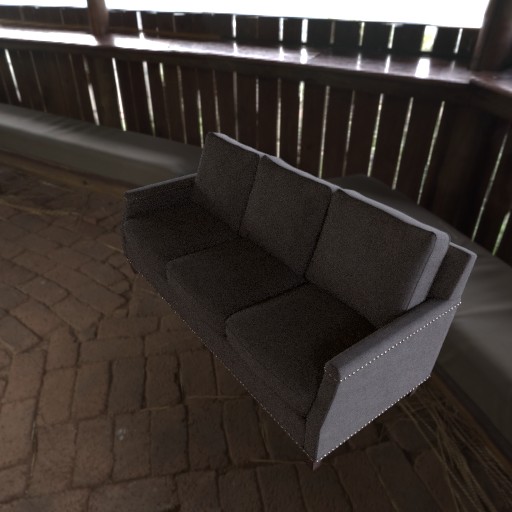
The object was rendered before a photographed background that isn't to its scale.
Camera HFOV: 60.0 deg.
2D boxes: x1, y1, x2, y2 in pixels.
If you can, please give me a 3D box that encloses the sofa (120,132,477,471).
[{"bbox_3d":[0.000,0.000,2.813,1.034,1.042,2.226,-22,38,-30],"label":"sofa"}]
